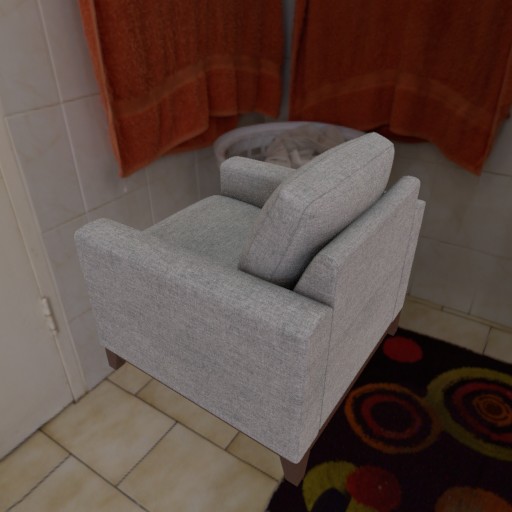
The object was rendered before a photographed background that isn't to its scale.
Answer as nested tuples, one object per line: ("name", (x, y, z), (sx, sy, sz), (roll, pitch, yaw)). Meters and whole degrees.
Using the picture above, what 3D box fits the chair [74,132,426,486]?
("chair", (0.000, 0.000, 1.858), (1.038, 1.010, 1.024), (20, 37, 29))
